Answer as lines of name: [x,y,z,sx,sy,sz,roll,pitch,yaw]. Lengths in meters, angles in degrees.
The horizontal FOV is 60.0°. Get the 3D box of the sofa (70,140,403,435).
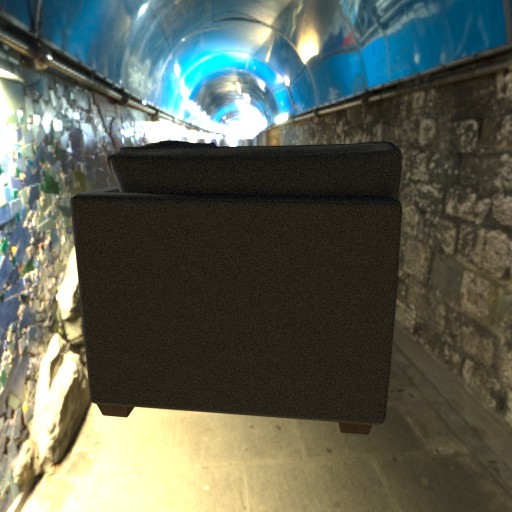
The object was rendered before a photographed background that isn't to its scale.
sofa: [0.000,0.000,1.987,1.084,1.002,1.146,2,14,8]
